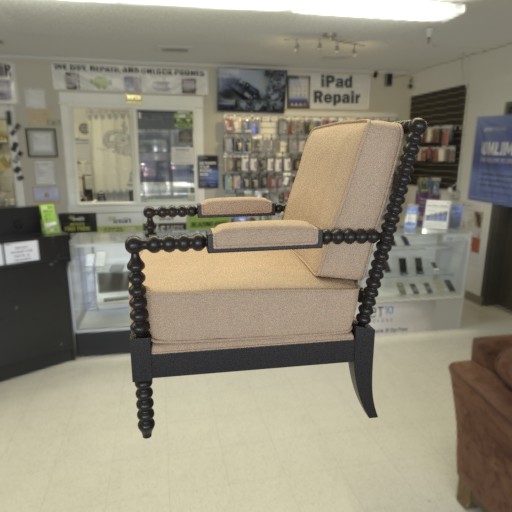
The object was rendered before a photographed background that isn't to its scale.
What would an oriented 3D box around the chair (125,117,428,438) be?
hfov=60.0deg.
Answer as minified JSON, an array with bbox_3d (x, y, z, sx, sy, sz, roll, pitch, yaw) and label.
[{"bbox_3d":[0.000,0.000,1.205,0.657,0.703,0.555,-2,14,-9],"label":"chair"}]
